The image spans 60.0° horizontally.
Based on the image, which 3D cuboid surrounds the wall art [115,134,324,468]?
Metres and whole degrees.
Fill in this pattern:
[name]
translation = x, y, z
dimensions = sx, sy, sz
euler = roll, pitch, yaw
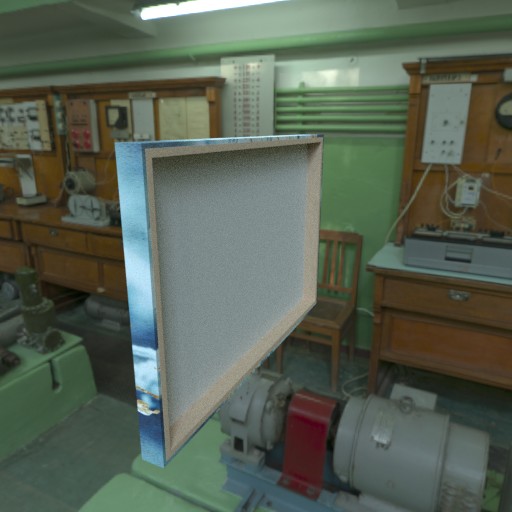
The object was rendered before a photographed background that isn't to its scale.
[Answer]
[wall art]
translation = 0.000, 0.000, 0.782
dimensions = 0.036, 0.405, 0.607
euler = 8, 18, 25
